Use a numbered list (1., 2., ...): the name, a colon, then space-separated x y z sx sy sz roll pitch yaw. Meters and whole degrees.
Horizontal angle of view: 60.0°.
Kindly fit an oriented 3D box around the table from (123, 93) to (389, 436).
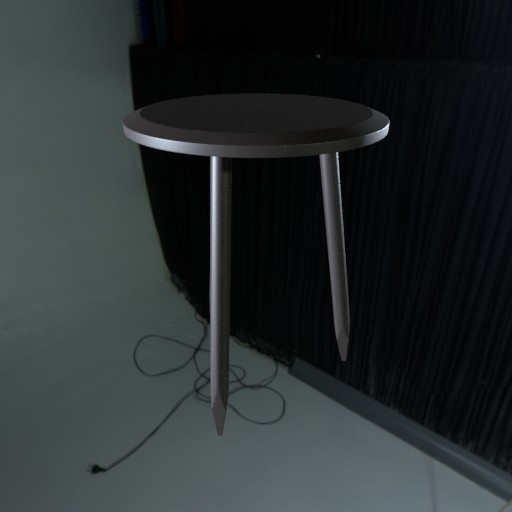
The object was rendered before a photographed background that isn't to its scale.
1. table: 0.000 0.000 0.917 0.457 0.585 0.457 0 27 0
